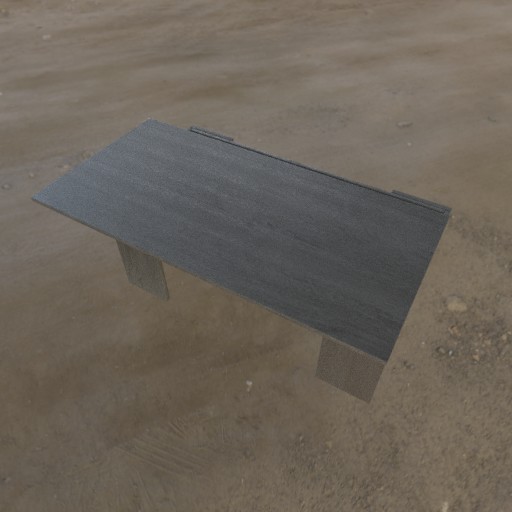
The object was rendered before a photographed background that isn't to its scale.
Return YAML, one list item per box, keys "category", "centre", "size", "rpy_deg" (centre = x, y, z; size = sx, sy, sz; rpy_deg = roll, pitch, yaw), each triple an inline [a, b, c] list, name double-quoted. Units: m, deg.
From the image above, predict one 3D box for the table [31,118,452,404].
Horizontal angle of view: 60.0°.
- category: "table"
  centre: [0.000, 0.000, 1.442]
  size: [1.000, 0.570, 0.711]
  rpy_deg: [23, 50, 21]
